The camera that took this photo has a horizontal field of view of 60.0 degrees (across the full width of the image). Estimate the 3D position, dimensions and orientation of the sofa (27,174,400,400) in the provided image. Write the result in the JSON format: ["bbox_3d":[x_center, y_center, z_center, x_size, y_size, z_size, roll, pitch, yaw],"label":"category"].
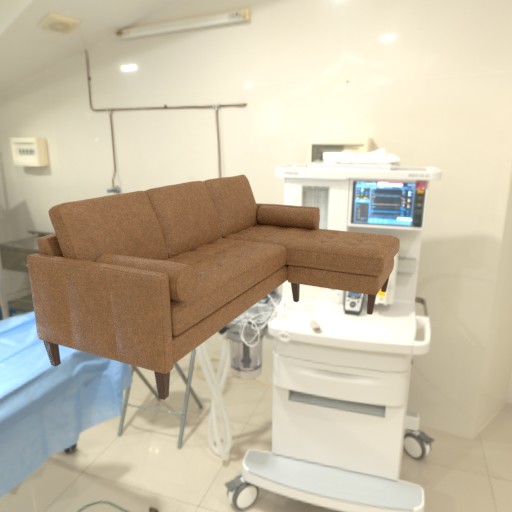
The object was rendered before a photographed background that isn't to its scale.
[{"bbox_3d":[0.000,0.000,2.868,1.506,0.876,2.178,7,17,25],"label":"sofa"}]
